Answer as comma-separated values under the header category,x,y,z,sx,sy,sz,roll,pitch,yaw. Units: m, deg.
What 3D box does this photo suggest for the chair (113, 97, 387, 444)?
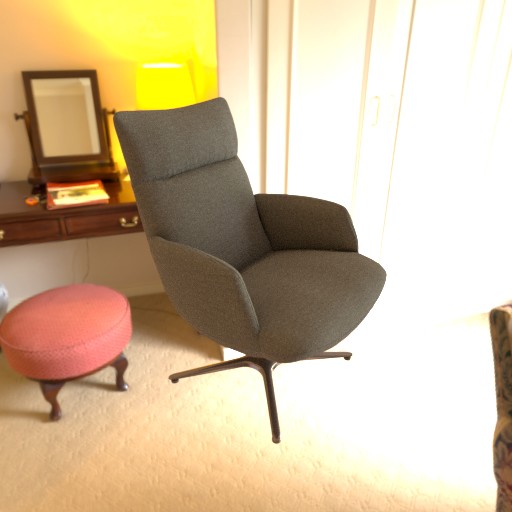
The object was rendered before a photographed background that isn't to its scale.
category,x,y,z,sx,sy,sz,roll,pitch,yaw
chair,0.000,0.000,1.579,0.831,0.984,0.702,18,31,32
